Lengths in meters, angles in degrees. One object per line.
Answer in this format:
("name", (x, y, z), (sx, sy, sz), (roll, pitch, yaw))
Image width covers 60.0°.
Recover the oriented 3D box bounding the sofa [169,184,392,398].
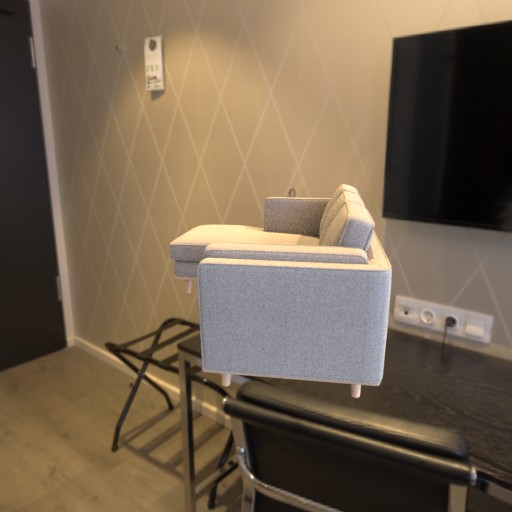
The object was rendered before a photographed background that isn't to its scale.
("sofa", (0.000, 0.000, 3.230), (1.604, 0.929, 2.411), (2, 14, 9))
